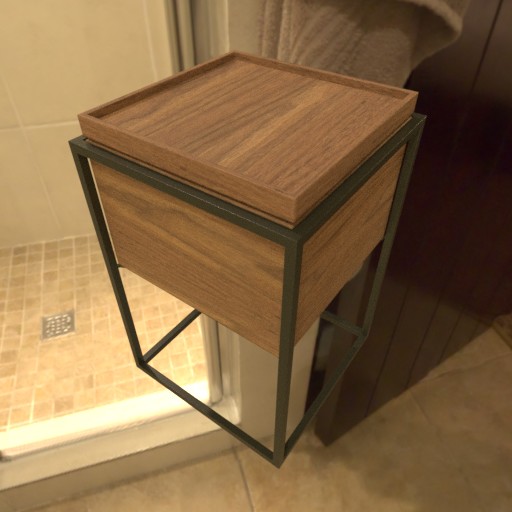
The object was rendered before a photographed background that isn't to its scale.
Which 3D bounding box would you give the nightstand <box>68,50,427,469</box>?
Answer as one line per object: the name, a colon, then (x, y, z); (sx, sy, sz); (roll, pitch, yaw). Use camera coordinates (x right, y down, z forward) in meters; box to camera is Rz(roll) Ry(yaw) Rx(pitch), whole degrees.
nightstand: (0.000, 0.000, 0.860); (0.397, 0.607, 0.397); (26, 47, 26)
